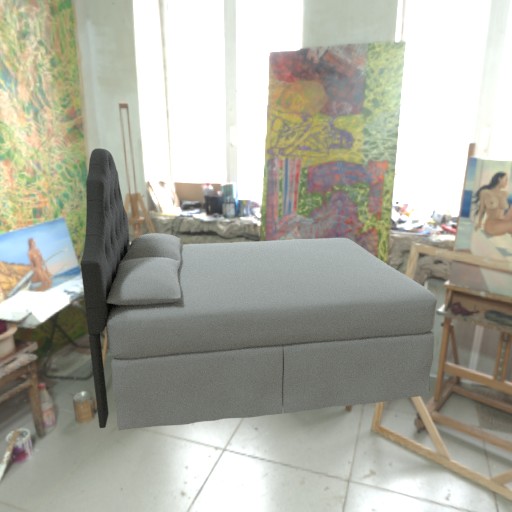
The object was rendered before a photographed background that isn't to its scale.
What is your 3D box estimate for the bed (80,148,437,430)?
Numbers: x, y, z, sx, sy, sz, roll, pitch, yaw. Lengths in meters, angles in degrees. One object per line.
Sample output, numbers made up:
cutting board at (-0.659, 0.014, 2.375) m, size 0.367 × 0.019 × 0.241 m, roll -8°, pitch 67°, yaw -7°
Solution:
bed at (0.000, 0.000, 3.300) m, size 2.155 × 1.575 × 1.636 m, roll -3°, pitch 17°, yaw -10°
